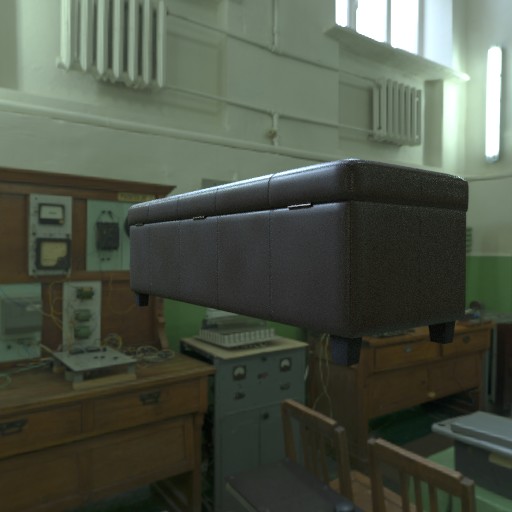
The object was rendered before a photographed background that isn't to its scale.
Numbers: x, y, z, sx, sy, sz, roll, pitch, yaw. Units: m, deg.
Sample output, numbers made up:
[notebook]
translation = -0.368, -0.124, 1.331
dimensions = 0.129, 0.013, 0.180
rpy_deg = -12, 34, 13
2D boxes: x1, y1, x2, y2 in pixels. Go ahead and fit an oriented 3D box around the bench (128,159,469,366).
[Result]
[bench]
translation = 0.000, 0.000, 1.450
dimensions = 0.450, 0.417, 1.219
rpy_deg = -1, 1, -36
